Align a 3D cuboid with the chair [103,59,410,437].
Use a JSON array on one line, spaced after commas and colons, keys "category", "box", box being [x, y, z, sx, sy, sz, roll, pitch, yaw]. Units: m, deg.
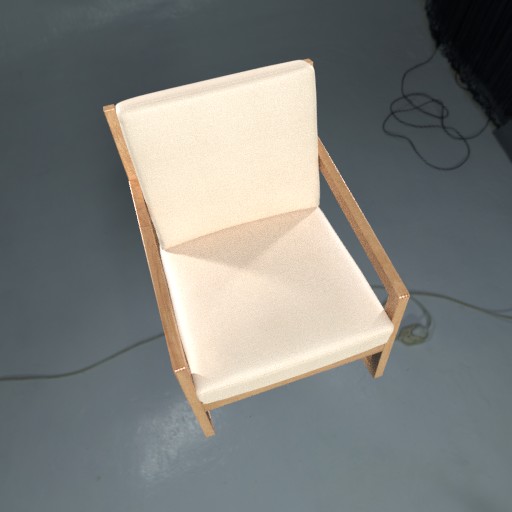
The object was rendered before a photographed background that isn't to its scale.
[{"category": "chair", "box": [0.000, 0.000, 1.390, 0.622, 0.790, 0.857, -16, 64, -8]}]
